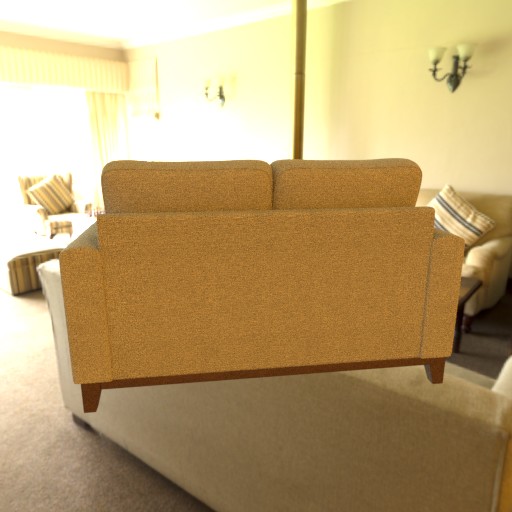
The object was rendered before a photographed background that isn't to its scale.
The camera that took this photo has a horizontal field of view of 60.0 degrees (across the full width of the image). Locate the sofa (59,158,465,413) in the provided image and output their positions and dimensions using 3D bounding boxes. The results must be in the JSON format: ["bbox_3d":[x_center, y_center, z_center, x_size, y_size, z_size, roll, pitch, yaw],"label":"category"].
[{"bbox_3d":[0.000,0.000,1.989,1.420,0.873,0.917,-2,15,-8],"label":"sofa"}]
